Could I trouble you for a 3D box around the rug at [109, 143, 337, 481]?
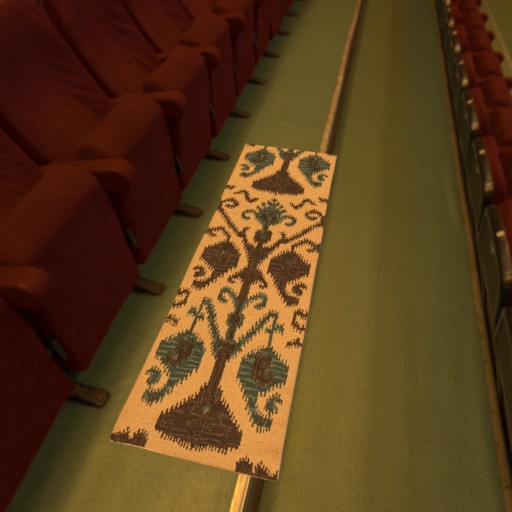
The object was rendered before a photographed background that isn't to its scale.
[{"bbox_3d":[0.000,0.000,2.505,0.692,0.017,2.301,9,46,9],"label":"rug"}]
